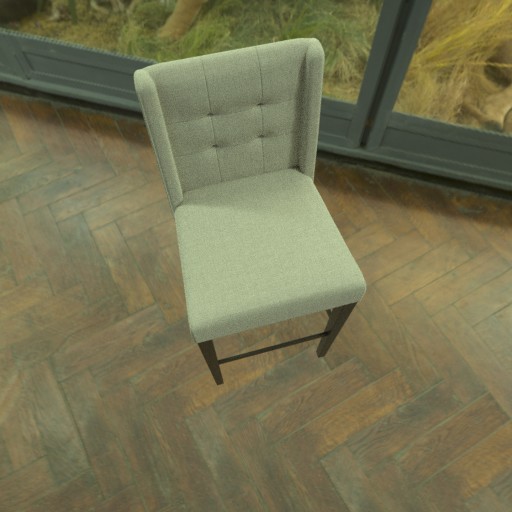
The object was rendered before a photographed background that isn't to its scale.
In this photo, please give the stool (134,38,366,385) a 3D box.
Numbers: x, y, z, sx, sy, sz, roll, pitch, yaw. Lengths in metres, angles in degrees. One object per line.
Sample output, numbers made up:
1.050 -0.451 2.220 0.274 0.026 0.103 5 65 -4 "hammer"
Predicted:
0.000 0.000 1.389 0.474 1.116 0.509 -13 64 -7 "stool"
